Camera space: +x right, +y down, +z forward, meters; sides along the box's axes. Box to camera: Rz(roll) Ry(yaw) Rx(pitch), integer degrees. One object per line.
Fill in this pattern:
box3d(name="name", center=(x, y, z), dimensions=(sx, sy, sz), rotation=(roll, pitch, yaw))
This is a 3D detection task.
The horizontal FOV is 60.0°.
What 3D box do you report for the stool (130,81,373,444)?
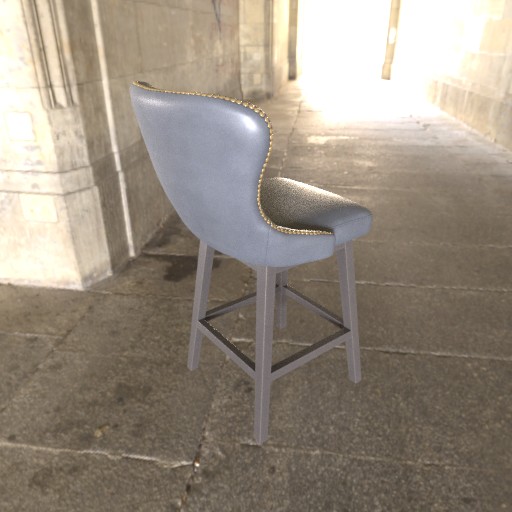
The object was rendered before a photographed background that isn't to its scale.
box3d(name="stool", center=(0.000, 0.000, 1.308), dimensions=(0.593, 0.971, 0.528), rotation=(-19, 32, -33))
